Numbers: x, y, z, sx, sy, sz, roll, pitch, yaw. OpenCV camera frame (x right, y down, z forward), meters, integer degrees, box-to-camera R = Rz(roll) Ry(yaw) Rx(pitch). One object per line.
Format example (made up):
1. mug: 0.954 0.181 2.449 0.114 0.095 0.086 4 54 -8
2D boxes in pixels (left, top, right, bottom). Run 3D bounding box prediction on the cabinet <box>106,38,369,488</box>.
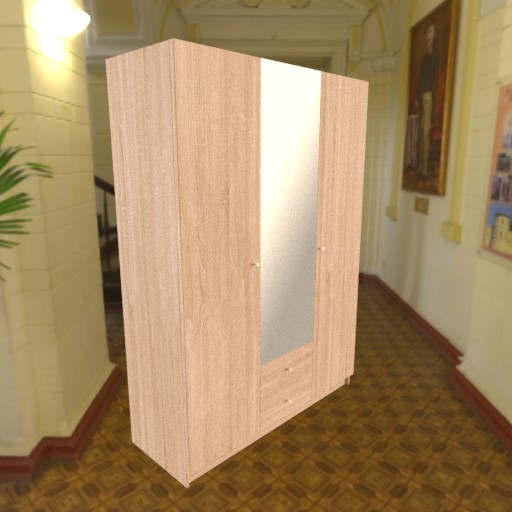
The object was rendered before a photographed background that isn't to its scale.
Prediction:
1. cabinet: 0.000 0.000 2.720 0.590 2.120 1.500 12 18 43
